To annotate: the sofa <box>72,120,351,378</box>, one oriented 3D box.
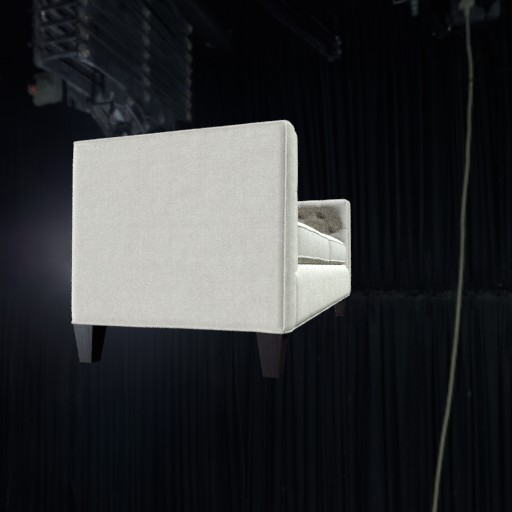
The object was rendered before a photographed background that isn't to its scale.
[{"bbox_3d":[0.000,0.000,2.241,0.775,0.762,1.778,0,-1,18],"label":"sofa"}]
